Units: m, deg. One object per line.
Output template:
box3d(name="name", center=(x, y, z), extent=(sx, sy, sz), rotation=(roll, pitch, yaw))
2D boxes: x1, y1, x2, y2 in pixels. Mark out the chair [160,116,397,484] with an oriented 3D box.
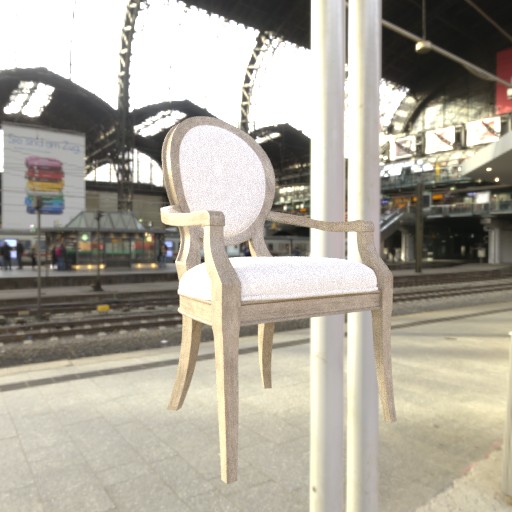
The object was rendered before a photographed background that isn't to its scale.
box3d(name="chair", center=(0.000, 0.000, 1.387), extent=(0.611, 0.991, 0.602), rotation=(0, 1, -37))
